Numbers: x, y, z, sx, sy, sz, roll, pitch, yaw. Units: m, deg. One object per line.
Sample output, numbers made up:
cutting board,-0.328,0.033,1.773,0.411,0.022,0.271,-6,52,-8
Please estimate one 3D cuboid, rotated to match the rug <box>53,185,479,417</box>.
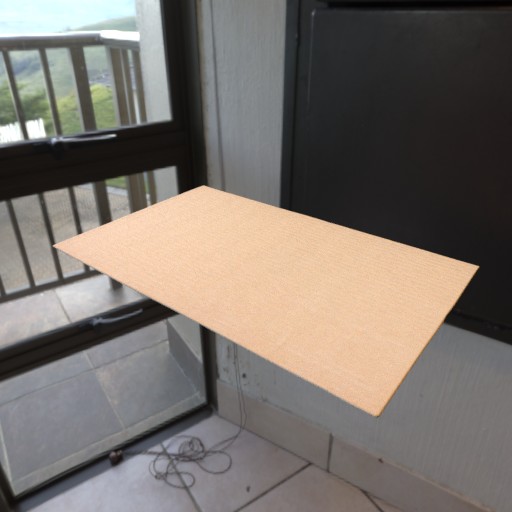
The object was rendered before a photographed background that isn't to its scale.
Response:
rug,0.000,0.000,2.965,2.441,0.014,1.531,21,35,32
